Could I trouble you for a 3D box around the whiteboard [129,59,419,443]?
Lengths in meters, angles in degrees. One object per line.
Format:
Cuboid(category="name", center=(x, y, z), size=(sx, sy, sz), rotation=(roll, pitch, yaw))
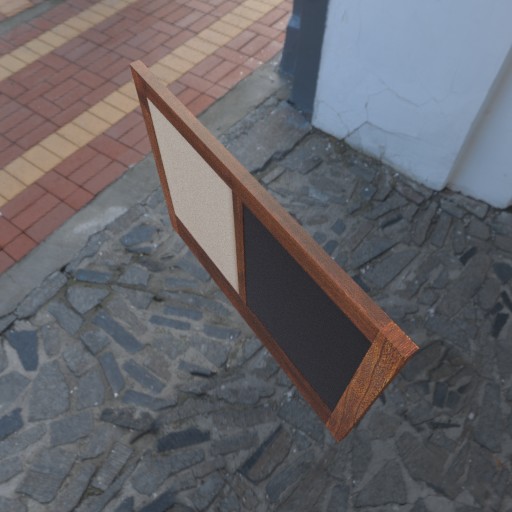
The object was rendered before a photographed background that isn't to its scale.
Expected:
Cuboid(category="whiteboard", center=(0.000, 0.000, 0.977), size=(0.083, 0.553, 0.768), rotation=(-31, 62, -19))
